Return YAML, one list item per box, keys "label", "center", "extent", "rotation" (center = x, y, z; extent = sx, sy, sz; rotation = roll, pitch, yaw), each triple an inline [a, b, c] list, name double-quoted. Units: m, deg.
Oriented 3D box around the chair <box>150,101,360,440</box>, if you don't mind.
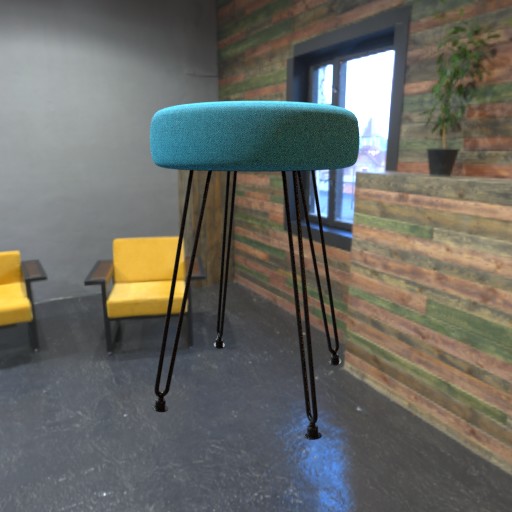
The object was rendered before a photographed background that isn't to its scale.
- label: "chair"
  center: [0.000, 0.000, 0.692]
  extent: [0.350, 0.440, 0.350]
  rotation: [-7, 15, -27]
